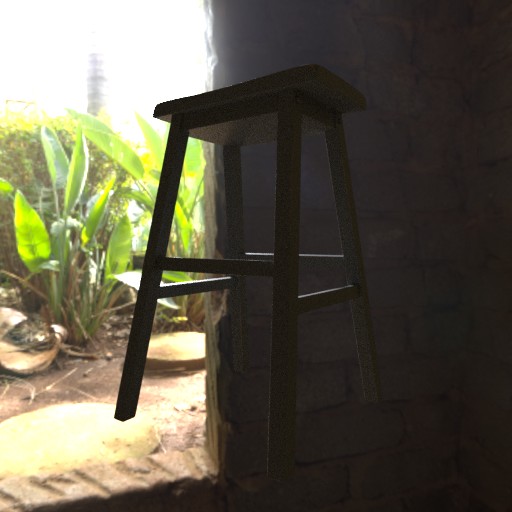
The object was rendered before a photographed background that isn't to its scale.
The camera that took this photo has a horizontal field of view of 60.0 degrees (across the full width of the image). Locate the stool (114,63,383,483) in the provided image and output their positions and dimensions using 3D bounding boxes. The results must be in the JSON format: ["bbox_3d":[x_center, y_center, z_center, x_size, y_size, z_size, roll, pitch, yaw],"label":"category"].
[{"bbox_3d":[0.000,0.000,1.054,0.457,0.737,0.476,2,3,36],"label":"stool"}]
